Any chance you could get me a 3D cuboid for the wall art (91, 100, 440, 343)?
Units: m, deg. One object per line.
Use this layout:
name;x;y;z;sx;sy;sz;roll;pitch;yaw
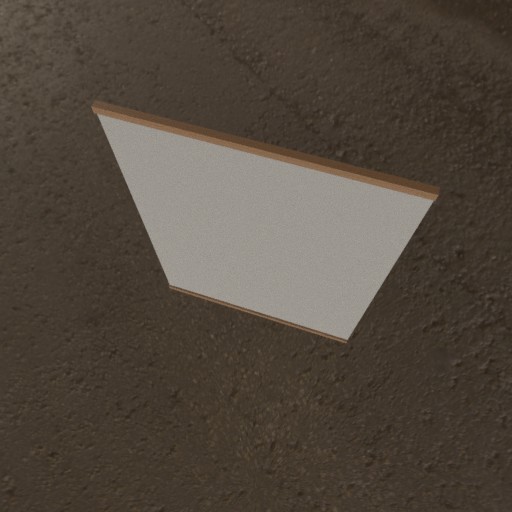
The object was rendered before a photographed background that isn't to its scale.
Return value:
wall art;0.000;0.000;0.829;0.459;0.608;0.012;16;64;8
